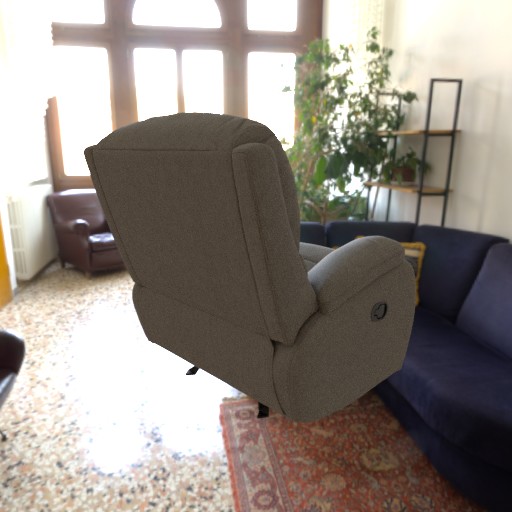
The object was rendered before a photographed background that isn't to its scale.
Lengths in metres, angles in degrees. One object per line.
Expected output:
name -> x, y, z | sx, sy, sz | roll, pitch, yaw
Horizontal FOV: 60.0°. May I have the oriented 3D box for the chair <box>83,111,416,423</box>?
chair -> 0.000, 0.000, 1.687 | 0.899, 1.011, 0.930 | -14, 19, -43
